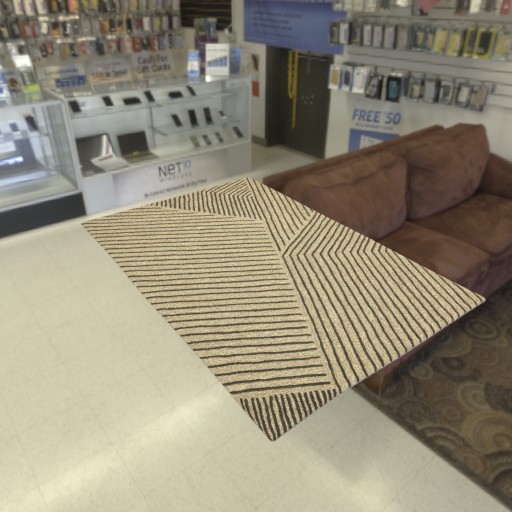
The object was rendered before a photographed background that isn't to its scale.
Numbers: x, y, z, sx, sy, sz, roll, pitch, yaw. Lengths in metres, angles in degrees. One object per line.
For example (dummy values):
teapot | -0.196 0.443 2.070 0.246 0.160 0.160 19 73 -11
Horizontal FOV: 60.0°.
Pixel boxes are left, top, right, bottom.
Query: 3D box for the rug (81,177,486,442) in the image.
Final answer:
rug | 0.000 0.000 2.318 1.237 0.019 1.842 -21 37 -30
